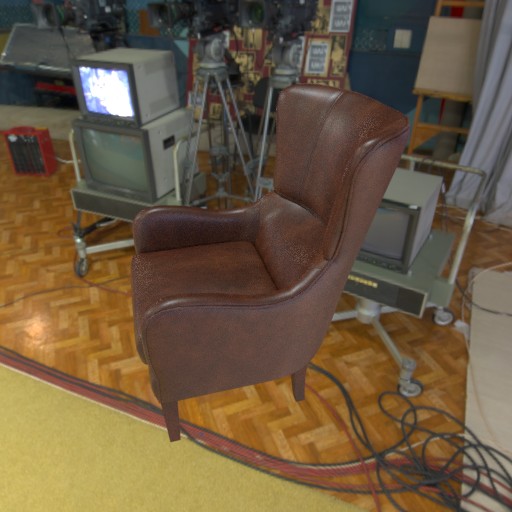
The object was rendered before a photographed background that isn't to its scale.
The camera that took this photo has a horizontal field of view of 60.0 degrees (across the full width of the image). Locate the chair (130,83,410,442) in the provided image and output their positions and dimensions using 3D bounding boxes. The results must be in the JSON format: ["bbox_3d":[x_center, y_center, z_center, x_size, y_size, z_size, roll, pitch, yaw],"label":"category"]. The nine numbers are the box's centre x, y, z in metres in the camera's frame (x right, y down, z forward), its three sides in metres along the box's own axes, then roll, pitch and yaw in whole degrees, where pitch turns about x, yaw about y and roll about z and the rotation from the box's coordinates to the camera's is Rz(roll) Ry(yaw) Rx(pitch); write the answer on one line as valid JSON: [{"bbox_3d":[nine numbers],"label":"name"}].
[{"bbox_3d":[0.000,0.000,1.617,0.914,1.048,0.692,-8,34,-13],"label":"chair"}]
